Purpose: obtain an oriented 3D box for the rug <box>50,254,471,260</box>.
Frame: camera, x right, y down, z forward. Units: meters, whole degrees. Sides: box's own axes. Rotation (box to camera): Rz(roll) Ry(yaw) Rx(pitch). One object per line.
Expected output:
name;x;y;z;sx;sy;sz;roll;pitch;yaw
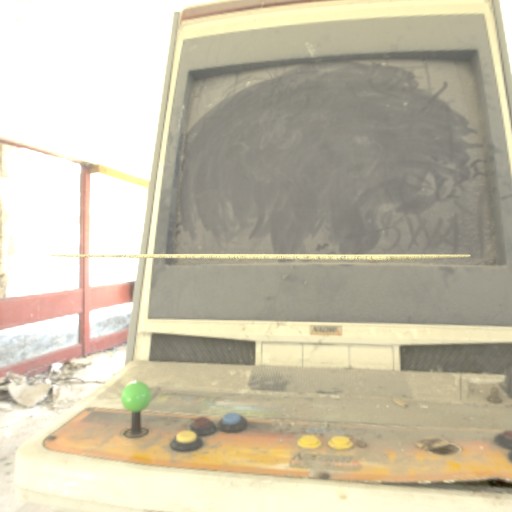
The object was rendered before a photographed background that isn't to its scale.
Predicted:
rug;0.000;0.000;2.855;2.263;0.017;1.523;0;0;36
